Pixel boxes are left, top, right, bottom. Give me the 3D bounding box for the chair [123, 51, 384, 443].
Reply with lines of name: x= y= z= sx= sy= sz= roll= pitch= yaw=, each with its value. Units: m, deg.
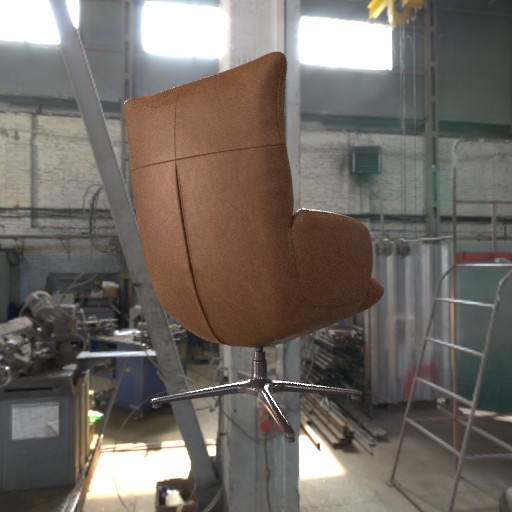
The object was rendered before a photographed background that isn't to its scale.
chair: x=0.000 y=0.000 z=1.550 sx=0.711 sy=1.027 sz=0.794 roll=-1 pitch=-2 yaw=35
